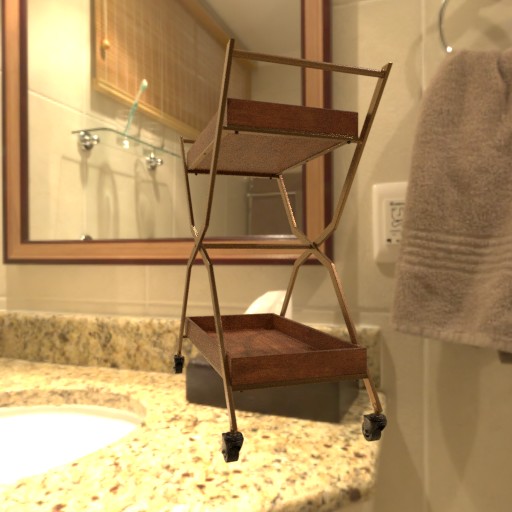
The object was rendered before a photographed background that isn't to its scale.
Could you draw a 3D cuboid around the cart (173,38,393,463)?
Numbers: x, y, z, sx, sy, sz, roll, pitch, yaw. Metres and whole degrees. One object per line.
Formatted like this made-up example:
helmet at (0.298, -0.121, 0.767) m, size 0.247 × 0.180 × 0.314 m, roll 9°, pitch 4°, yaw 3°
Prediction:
cart at (0.000, 0.000, 1.335) m, size 0.405 × 0.869 × 0.836 m, roll 0°, pitch 0°, yaw -18°
